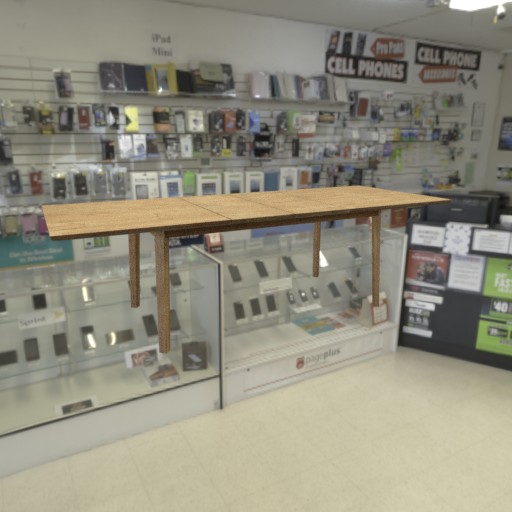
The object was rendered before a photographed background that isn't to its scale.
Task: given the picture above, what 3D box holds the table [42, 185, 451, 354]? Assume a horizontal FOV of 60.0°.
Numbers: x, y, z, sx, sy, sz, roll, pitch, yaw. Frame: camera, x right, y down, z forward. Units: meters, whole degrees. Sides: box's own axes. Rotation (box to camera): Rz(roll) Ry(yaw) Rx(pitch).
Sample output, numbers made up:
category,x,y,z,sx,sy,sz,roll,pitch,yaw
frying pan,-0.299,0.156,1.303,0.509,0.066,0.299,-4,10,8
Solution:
category,x,y,z,sx,sy,sz,roll,pitch,yaw
table,0.000,0.000,3.106,2.603,0.752,1.000,-8,17,-26
